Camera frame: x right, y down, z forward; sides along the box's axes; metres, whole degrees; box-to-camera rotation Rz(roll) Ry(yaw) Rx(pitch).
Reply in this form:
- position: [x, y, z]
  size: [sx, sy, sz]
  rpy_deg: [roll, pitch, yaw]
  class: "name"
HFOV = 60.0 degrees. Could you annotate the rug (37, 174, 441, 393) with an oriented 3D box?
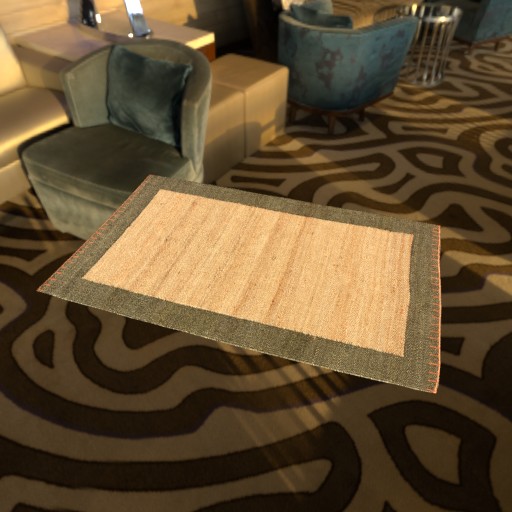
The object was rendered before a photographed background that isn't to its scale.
- position: [0.000, 0.000, 3.053]
  size: [2.435, 0.006, 1.521]
  rpy_deg: [12, 42, 13]
  class: "rug"
